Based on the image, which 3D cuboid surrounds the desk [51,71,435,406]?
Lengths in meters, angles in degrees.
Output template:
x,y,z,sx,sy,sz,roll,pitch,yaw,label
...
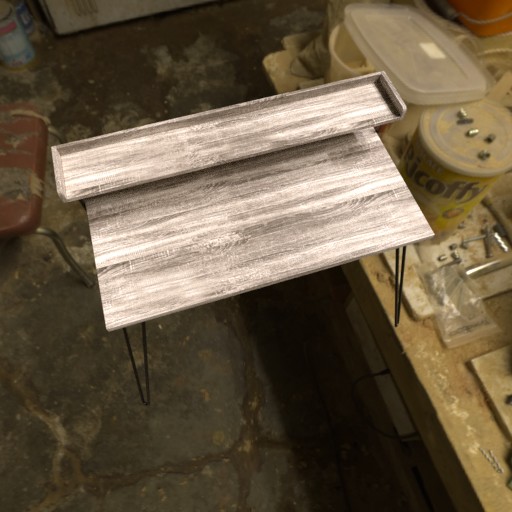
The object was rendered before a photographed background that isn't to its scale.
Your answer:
x,y,z,sx,sy,sz,roll,pitch,yaw,label
0.000,0.000,1.594,1.135,0.899,0.605,-16,64,-8,desk
